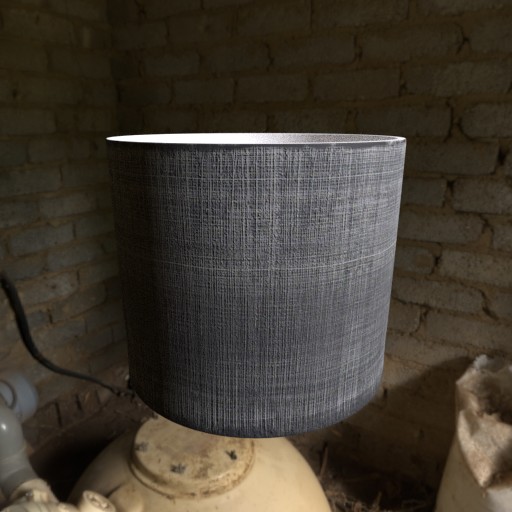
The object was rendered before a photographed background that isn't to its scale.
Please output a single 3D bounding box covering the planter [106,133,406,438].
[{"bbox_3d":[0.000,0.000,0.425,0.254,0.221,0.254,0,17,0],"label":"planter"}]
